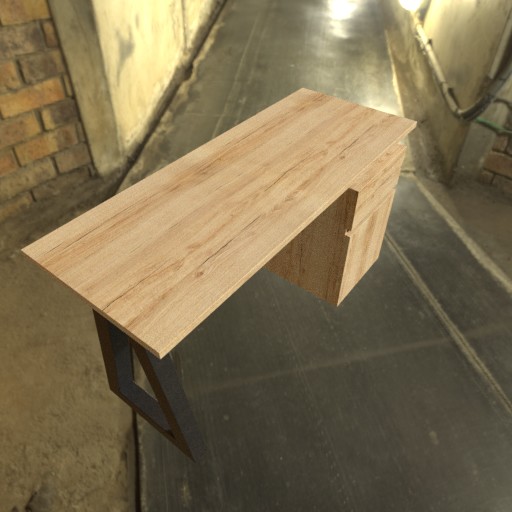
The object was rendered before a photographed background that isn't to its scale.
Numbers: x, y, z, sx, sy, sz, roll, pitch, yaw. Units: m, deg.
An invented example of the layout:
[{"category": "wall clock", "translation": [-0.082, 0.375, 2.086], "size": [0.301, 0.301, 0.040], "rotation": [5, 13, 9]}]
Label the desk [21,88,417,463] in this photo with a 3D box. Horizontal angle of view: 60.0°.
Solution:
[{"category": "desk", "translation": [0.000, 0.000, 1.756], "size": [0.550, 0.760, 1.400], "rotation": [28, 50, 27]}]
